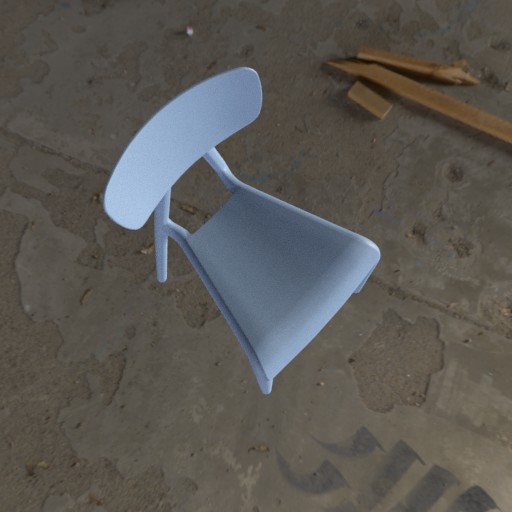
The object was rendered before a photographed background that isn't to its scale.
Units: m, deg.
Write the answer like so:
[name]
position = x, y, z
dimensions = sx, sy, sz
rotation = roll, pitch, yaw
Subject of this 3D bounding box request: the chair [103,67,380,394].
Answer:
[chair]
position = 0.000, 0.000, 0.843
dimensions = 0.401, 0.580, 0.356
rotation = 42, 79, 10
